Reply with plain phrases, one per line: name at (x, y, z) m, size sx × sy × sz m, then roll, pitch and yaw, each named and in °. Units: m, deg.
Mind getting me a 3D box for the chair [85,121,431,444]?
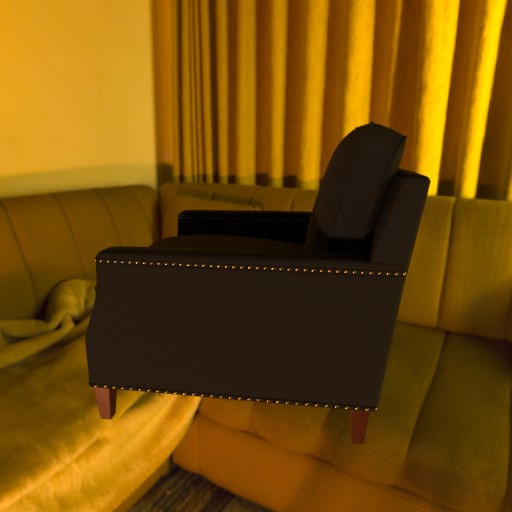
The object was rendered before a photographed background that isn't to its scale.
chair at (0.000, 0.000, 1.661) m, size 1.014 × 0.943 × 0.853 m, roll 2°, pitch 15°, yaw 8°
